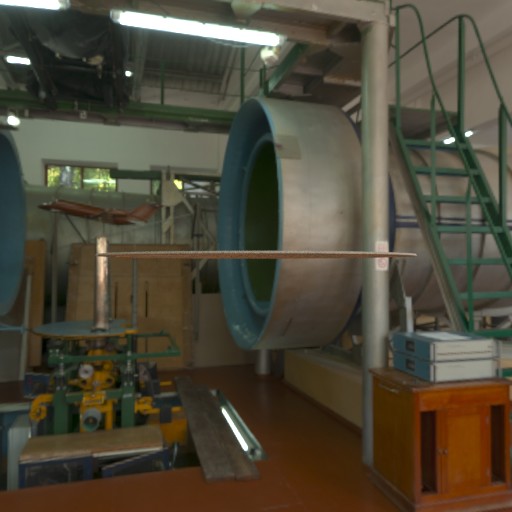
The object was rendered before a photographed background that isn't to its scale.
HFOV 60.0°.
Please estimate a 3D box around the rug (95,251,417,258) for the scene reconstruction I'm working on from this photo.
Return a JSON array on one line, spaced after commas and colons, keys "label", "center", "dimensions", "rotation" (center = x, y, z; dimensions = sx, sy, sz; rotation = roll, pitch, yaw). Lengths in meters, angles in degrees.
[{"label": "rug", "center": [0.000, 0.000, 2.346], "dimensions": [1.598, 0.010, 1.598], "rotation": [0, -1, 0]}]
